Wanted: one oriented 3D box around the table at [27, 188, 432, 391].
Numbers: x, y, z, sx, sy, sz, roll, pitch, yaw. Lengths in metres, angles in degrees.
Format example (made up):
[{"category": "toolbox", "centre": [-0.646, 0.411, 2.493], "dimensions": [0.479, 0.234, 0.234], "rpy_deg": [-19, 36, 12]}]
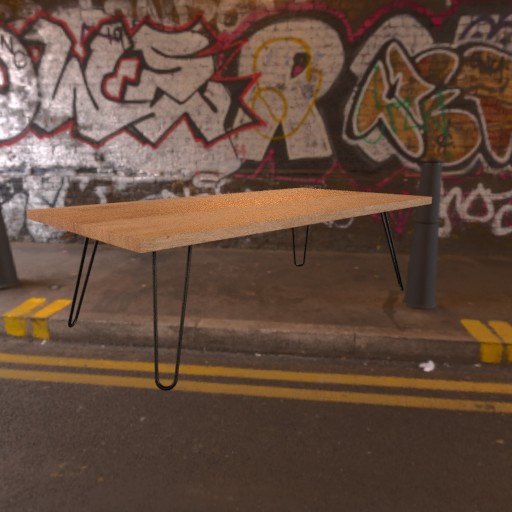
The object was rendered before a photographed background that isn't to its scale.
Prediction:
[{"category": "table", "centre": [0.000, 0.000, 1.660], "dimensions": [1.348, 0.400, 0.699], "rpy_deg": [-12, 18, -43]}]
